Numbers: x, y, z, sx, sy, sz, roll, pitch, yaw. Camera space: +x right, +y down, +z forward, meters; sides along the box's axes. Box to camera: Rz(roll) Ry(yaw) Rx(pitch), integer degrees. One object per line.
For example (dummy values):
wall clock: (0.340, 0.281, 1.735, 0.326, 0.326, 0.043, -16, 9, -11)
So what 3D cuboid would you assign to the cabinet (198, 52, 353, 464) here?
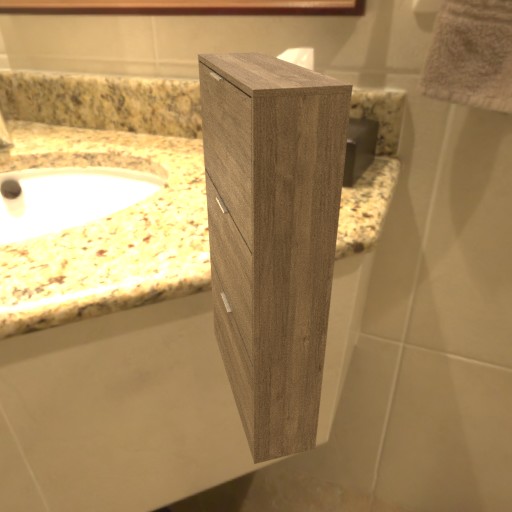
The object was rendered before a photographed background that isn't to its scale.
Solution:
cabinet: (0.000, 0.000, 1.614, 0.250, 1.280, 0.750, -8, 31, -13)
